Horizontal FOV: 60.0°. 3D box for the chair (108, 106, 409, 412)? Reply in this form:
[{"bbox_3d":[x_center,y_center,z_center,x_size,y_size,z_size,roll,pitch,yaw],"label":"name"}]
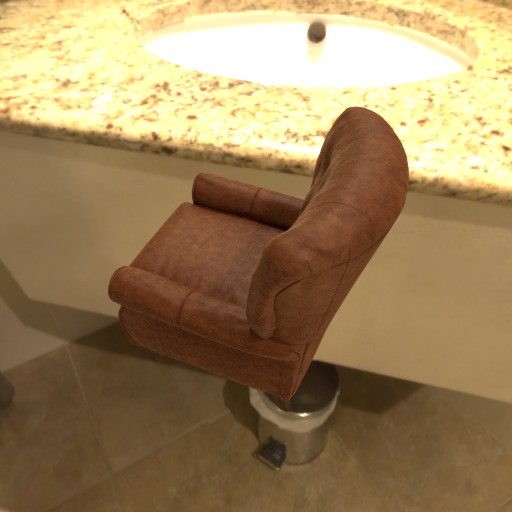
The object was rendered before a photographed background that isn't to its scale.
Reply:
[{"bbox_3d":[0.000,0.000,1.923,1.059,1.164,0.951,16,48,15],"label":"chair"}]
